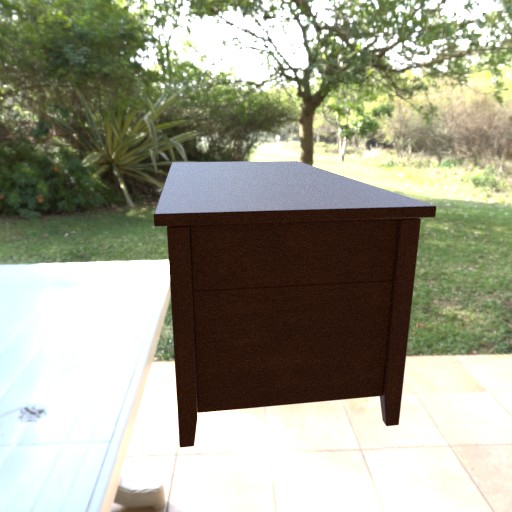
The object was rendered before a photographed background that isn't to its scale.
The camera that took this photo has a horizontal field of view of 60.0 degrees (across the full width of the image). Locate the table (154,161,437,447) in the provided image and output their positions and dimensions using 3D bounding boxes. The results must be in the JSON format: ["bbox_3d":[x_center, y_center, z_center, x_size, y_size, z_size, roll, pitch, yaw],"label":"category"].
[{"bbox_3d":[0.000,0.000,1.282,0.483,0.457,1.016,-2,17,-8],"label":"table"}]
